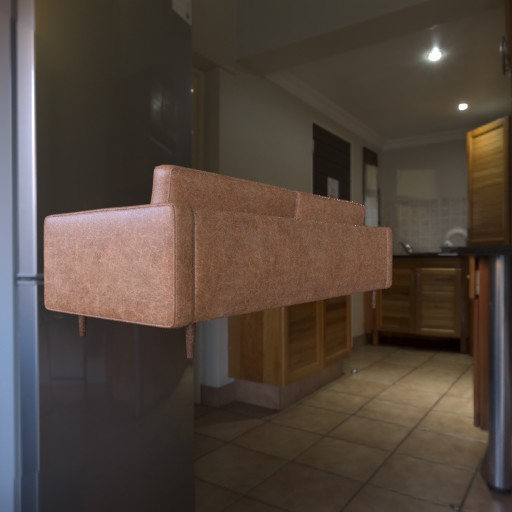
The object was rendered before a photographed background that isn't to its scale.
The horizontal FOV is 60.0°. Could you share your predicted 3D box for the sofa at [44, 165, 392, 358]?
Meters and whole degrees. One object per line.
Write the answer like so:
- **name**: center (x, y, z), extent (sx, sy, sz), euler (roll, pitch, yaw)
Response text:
- **sofa**: center (0.000, 0.000, 2.693), extent (0.919, 0.770, 2.200), euler (1, 1, 37)
